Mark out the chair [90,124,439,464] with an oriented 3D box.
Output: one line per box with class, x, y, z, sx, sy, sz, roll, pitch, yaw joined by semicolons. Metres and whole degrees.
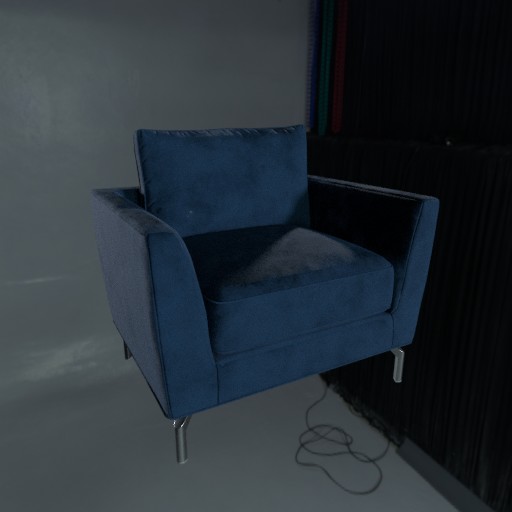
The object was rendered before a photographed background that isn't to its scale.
chair;0.000;0.000;1.578;0.977;0.893;0.746;-9;19;-28
